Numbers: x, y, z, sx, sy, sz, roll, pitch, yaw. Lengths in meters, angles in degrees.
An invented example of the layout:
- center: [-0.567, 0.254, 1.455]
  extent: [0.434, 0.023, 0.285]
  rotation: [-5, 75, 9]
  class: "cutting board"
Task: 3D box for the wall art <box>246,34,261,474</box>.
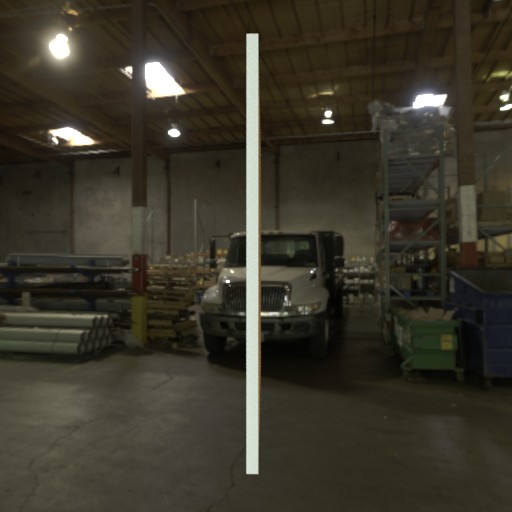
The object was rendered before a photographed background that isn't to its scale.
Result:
- center: [0.000, 0.000, 1.210]
  extent: [0.022, 0.803, 0.805]
  rotation: [0, -1, 1]
  class: "wall art"
